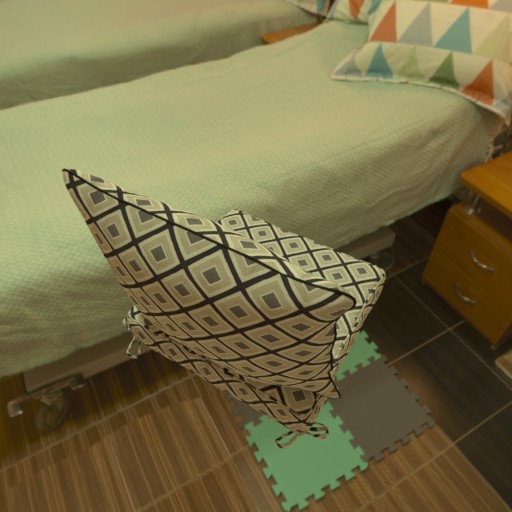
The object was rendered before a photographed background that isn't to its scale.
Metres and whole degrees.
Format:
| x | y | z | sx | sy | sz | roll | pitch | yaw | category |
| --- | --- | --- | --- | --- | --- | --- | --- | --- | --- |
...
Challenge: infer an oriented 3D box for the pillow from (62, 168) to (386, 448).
| x | y | z | sx | sy | sz | roll | pitch | yaw | category |
| --- | --- | --- | --- | --- | --- | --- | --- | --- | --- |
| 0.000 | 0.000 | 1.357 | 0.798 | 0.722 | 0.733 | 24 | 51 | 21 | pillow |
